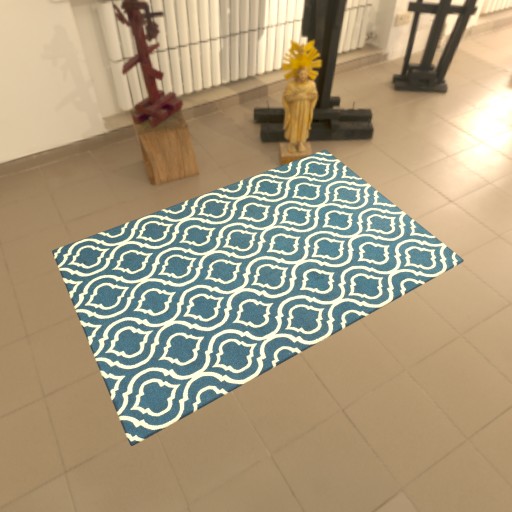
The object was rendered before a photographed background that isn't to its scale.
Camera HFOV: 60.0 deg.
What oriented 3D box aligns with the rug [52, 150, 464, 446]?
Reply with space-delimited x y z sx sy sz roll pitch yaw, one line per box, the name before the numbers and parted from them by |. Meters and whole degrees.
rug | 0.000 0.000 2.245 1.753 0.010 1.143 -24 52 -21
